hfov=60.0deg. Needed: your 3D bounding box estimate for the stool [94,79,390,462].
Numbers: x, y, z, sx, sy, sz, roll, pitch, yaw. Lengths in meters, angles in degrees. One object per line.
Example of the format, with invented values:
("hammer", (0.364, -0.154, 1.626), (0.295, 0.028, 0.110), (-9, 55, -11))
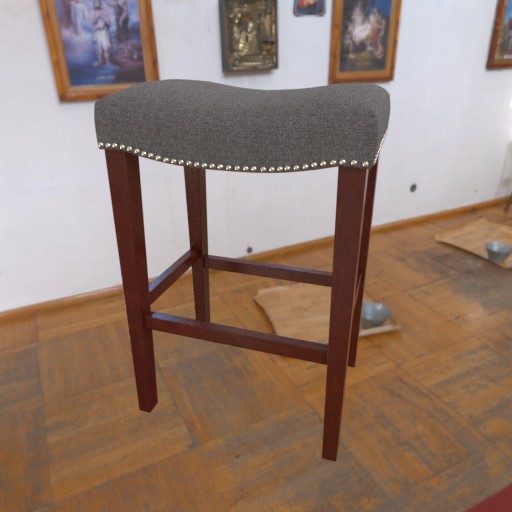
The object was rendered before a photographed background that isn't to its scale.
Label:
("stool", (0.000, 0.000, 1.013), (0.504, 0.742, 0.372), (8, 26, 17))
